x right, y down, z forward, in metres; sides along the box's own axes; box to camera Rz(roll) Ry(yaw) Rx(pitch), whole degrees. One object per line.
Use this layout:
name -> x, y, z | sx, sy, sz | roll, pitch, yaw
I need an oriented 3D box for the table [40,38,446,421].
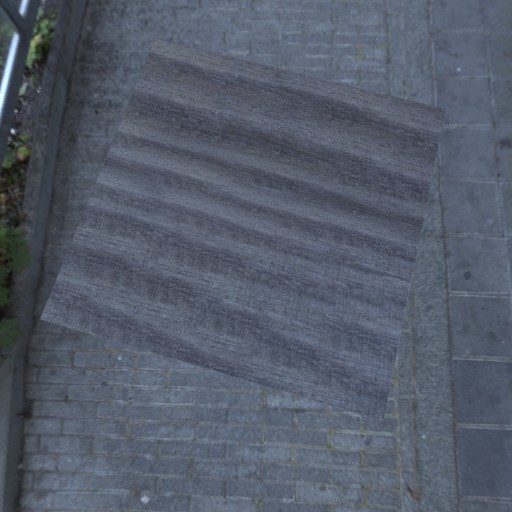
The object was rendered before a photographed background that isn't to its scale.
table -> 0.000, 0.000, 0.970 | 0.506, 0.587, 0.504 | 15, 76, 4
